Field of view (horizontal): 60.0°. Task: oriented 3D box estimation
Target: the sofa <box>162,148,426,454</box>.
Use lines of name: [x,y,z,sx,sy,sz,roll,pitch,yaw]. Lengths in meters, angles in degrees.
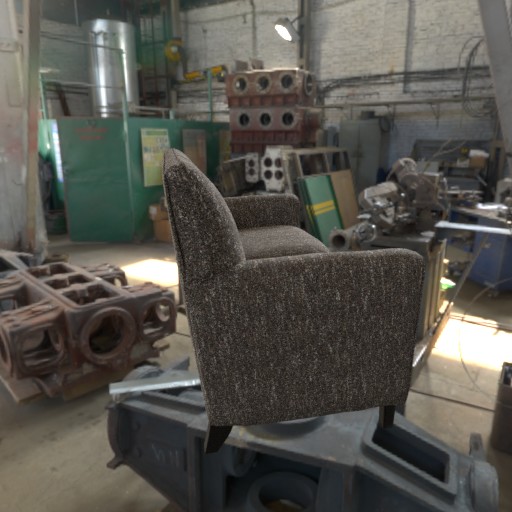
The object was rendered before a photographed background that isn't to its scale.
sofa: [0.000,0.000,2.052,0.801,0.946,1.519,-3,16,-11]
